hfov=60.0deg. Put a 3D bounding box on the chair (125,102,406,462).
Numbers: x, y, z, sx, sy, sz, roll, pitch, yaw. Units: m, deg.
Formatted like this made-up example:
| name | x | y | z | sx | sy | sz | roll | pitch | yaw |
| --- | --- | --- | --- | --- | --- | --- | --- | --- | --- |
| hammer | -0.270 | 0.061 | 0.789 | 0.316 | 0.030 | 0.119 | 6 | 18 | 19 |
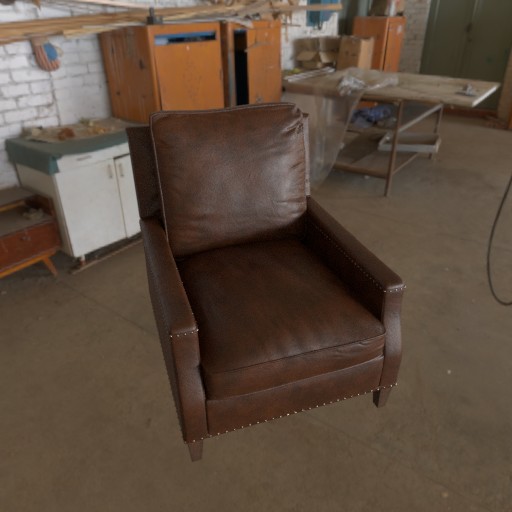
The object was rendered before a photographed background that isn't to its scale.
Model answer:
| name | x | y | z | sx | sy | sz | roll | pitch | yaw |
| --- | --- | --- | --- | --- | --- | --- | --- | --- | --- |
| chair | 0.000 | 0.000 | 1.824 | 0.854 | 1.054 | 1.035 | -10 | 31 | -16 |
